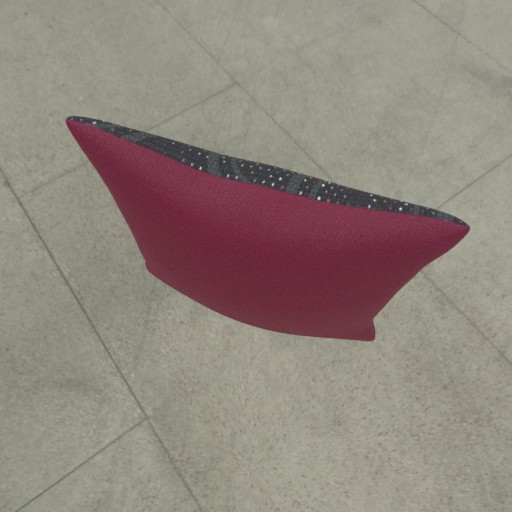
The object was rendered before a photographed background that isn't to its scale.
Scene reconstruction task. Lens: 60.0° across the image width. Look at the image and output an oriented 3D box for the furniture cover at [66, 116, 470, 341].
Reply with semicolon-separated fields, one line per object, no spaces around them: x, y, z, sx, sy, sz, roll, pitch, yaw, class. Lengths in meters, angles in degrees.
0.000;0.000;0.795;0.552;0.509;0.193;17;66;8;furniture cover
